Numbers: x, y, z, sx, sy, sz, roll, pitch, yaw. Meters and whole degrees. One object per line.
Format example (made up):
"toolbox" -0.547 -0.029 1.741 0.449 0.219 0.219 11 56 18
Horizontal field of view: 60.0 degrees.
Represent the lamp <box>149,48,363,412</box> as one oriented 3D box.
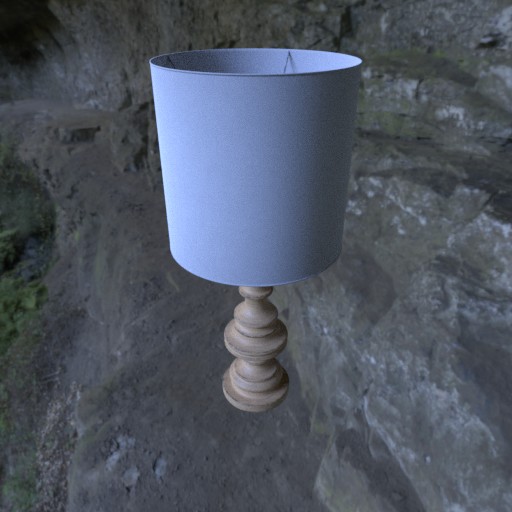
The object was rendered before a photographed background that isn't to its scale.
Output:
"lamp" 0.000 0.000 0.557 0.208 0.455 0.208 1 30 2
